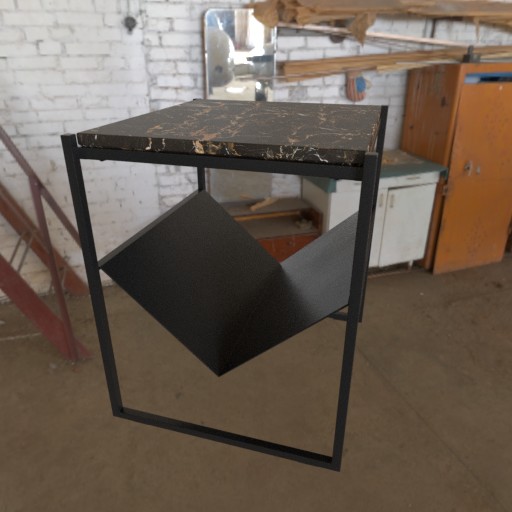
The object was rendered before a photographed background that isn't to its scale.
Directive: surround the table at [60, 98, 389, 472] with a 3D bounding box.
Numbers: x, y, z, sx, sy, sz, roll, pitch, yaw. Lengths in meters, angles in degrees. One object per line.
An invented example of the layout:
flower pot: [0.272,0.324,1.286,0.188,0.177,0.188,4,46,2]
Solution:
table: [0.000,0.000,0.881,0.432,0.534,0.469,7,27,15]
